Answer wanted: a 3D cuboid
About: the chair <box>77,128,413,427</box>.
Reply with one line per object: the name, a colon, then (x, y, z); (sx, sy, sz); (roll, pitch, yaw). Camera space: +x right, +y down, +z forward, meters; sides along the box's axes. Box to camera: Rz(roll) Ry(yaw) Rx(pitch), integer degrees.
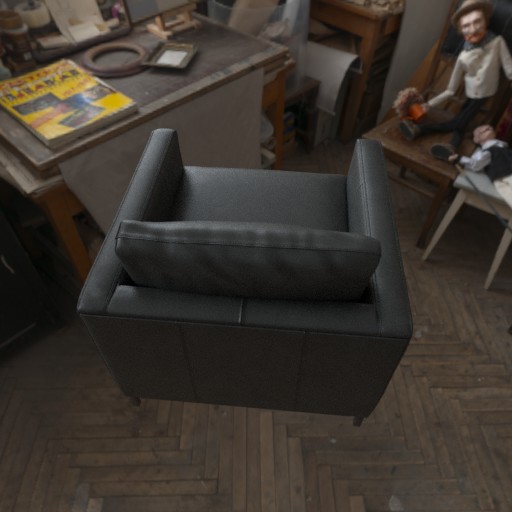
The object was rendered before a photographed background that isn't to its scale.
chair: (0.000, 0.000, 1.514); (0.967, 0.824, 0.861); (4, 48, 3)
